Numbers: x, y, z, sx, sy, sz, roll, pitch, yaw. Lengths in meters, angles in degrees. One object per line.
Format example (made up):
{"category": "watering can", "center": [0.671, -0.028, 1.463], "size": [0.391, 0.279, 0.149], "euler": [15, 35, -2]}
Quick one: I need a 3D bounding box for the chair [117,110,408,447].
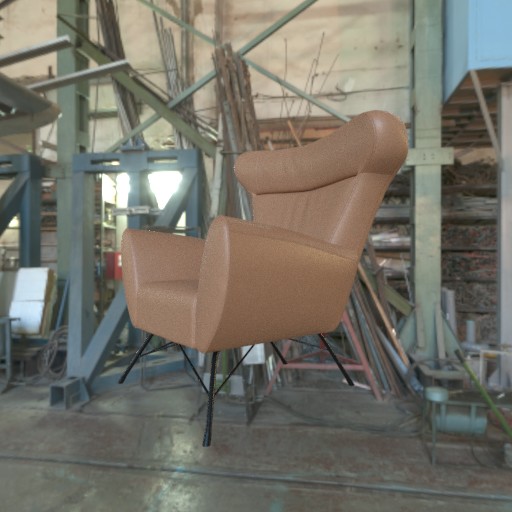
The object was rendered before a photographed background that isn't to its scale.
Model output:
{"category": "chair", "center": [0.000, 0.000, 1.792], "size": [0.900, 1.050, 0.980], "euler": [0, 0, -35]}
